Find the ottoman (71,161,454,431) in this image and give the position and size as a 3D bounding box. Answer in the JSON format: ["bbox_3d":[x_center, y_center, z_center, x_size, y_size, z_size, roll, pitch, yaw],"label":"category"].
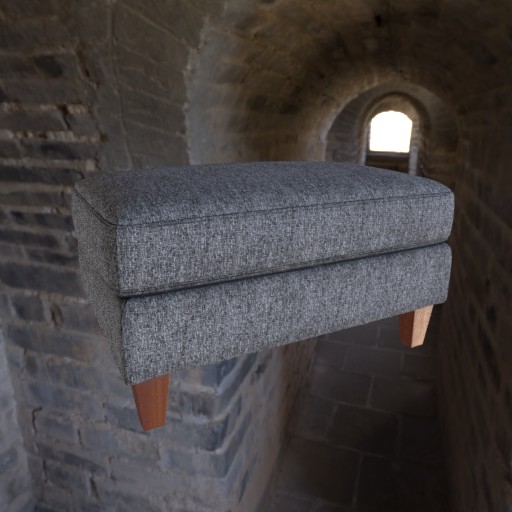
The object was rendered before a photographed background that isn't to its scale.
[{"bbox_3d":[0.000,0.000,1.195,0.864,0.483,0.584,-9,19,-27],"label":"ottoman"}]
